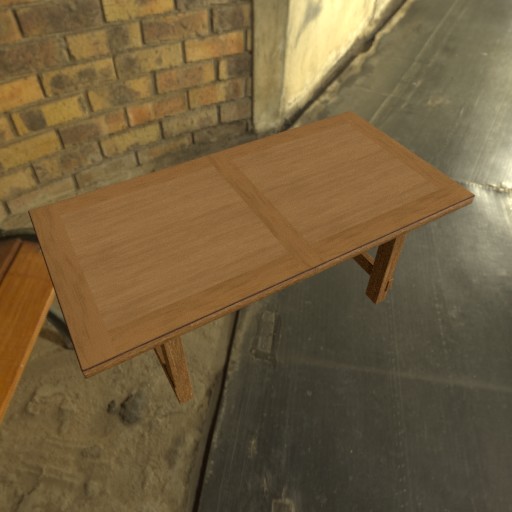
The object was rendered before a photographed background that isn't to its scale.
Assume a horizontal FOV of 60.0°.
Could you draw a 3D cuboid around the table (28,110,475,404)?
[{"bbox_3d":[0.000,0.000,2.467,1.982,0.762,1.000,-23,50,-20],"label":"table"}]
